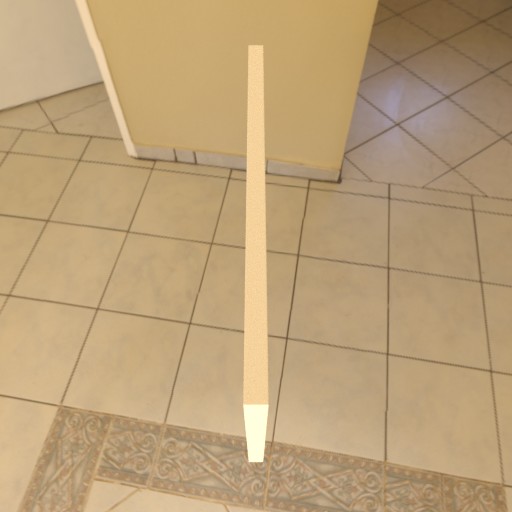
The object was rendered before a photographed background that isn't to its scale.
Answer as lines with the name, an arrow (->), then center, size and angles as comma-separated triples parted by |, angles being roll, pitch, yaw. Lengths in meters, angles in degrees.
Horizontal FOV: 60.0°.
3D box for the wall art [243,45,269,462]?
wall art -> 0.000, 0.000, 1.168 | 0.038, 0.609, 0.914 | 0, 58, 0
